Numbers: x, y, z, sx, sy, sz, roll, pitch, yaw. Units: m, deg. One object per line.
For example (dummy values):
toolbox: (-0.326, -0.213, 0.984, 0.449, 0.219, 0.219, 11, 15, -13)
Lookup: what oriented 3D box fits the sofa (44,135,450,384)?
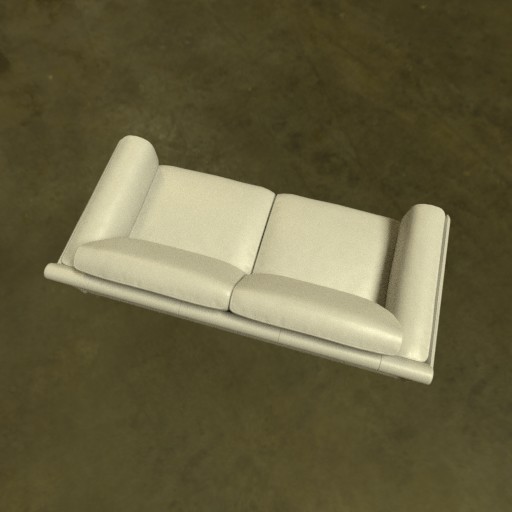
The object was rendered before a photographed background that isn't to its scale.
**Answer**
sofa: (0.000, 0.000, 2.624, 2.101, 0.930, 1.049, 14, 67, 6)
